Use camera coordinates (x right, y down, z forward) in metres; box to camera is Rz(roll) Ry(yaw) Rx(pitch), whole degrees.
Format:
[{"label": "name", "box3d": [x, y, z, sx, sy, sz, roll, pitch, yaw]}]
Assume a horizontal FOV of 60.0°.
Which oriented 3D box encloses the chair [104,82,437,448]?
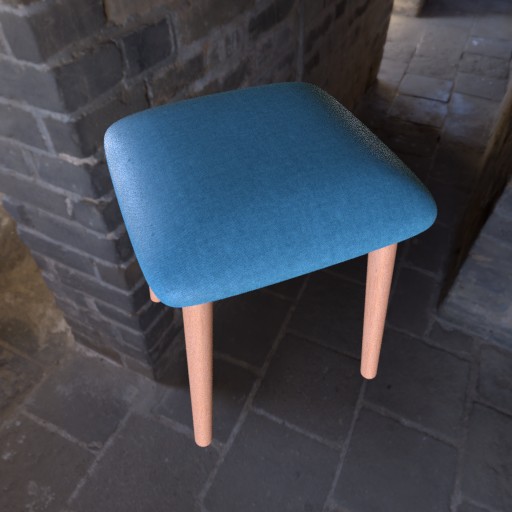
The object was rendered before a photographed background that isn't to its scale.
[{"label": "chair", "box3d": [0.000, 0.000, 0.708, 0.360, 0.450, 0.360, -17, 50, -15]}]
